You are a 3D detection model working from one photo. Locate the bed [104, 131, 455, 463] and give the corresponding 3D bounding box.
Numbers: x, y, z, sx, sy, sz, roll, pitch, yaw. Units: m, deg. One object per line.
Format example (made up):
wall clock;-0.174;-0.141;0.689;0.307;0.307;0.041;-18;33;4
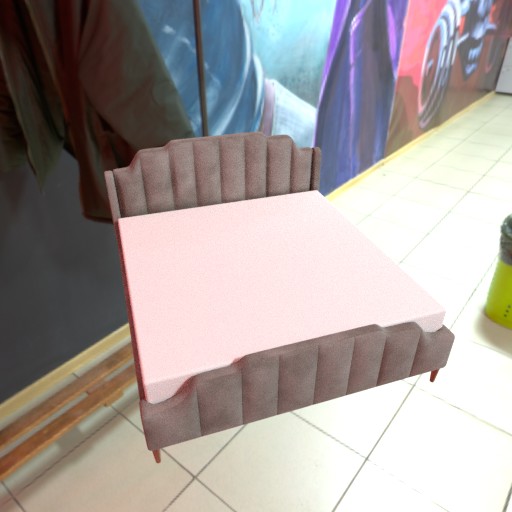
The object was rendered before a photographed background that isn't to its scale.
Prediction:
bed;0.000;0.000;3.499;2.074;1.245;2.340;-10;34;-16
